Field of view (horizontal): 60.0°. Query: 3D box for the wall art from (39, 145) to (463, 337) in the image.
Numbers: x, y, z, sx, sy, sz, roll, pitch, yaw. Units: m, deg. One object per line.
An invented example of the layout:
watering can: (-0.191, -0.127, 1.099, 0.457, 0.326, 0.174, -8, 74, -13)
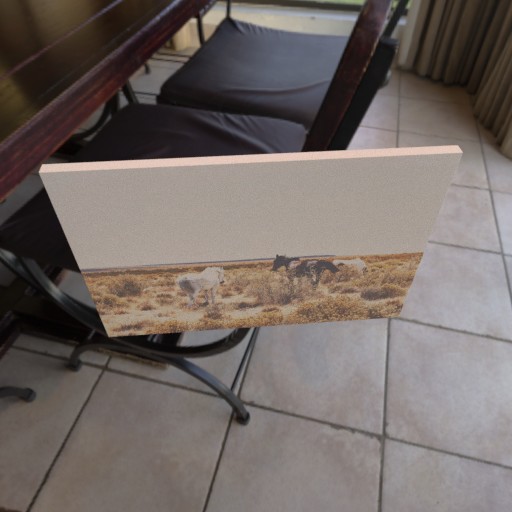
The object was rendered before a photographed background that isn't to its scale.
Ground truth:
wall art: (0.000, 0.000, 1.965, 1.520, 1.016, 0.051, -3, 46, -3)
